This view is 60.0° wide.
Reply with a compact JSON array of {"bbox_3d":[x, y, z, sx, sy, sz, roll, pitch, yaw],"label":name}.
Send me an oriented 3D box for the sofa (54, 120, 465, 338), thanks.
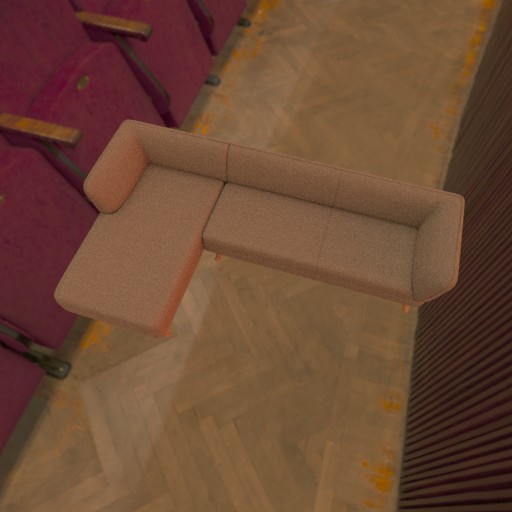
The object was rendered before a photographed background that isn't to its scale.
[{"bbox_3d":[0.000,0.000,3.236,2.653,0.693,1.532,15,60,9],"label":"sofa"}]
